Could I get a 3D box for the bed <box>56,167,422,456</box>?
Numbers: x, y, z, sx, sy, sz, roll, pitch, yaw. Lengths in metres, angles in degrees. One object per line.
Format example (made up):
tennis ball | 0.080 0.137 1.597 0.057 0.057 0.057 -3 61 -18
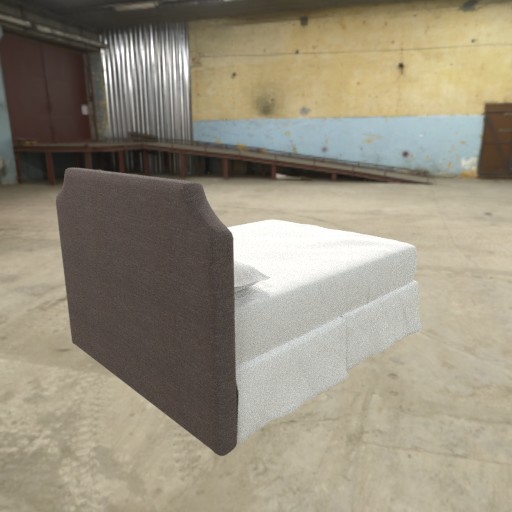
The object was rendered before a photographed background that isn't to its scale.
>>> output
bed | 0.000 0.000 3.192 2.116 1.290 1.693 -15 21 -43
